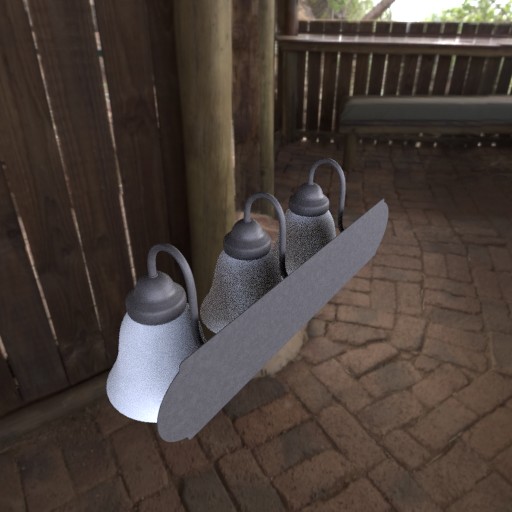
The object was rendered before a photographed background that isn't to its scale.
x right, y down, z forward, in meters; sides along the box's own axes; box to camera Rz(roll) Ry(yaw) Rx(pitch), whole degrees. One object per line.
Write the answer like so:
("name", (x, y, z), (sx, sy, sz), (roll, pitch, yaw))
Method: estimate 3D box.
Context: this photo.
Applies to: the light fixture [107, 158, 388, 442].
("light fixture", (0.000, 0.000, 0.701), (0.199, 0.222, 0.610), (20, 36, 31))
